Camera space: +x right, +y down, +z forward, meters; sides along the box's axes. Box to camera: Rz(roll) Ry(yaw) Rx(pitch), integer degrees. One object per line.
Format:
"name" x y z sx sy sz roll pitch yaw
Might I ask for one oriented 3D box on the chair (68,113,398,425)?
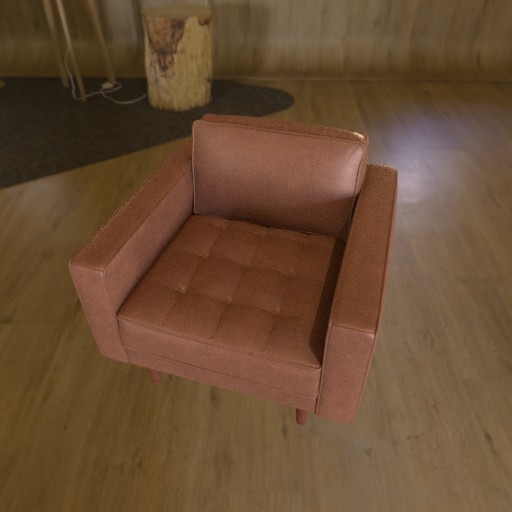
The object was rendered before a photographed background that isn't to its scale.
"chair" 0.000 0.000 1.593 0.920 0.770 0.900 11 42 13
